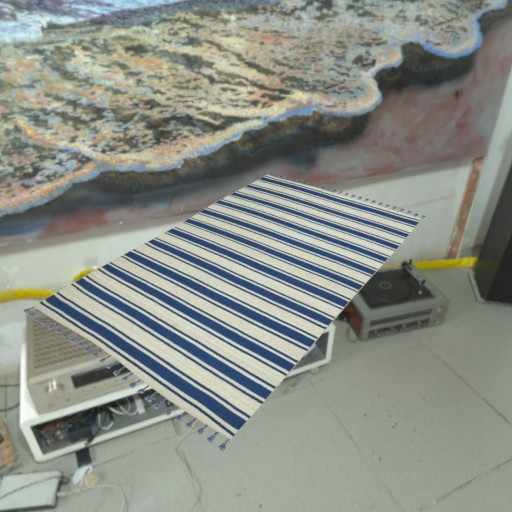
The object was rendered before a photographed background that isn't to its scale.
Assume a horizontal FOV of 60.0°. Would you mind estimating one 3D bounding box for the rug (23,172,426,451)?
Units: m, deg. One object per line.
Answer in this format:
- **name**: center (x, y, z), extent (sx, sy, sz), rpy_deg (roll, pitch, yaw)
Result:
- **rug**: center (0.000, 0.000, 2.522), extent (1.248, 0.009, 2.108), rpy_deg (22, 40, 29)
